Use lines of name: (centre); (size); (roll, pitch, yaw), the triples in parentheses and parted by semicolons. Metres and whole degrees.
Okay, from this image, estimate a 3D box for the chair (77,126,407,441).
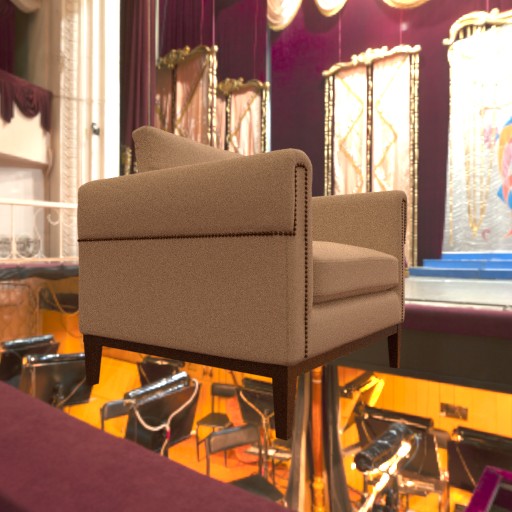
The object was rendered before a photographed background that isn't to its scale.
chair: (0.000, 0.000, 1.695); (0.896, 0.915, 0.982); (0, 0, 35)
